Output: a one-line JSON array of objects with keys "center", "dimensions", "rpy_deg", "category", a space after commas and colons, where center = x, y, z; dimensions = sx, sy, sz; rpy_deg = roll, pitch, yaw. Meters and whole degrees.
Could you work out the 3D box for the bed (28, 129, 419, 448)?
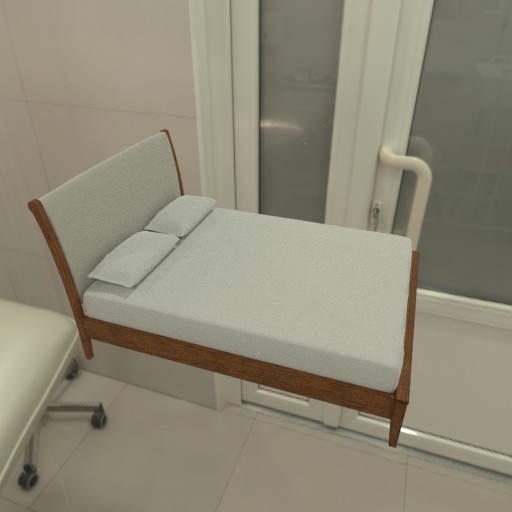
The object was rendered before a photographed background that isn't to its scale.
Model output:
[{"center": [0.000, 0.000, 2.961], "dimensions": [2.108, 1.135, 1.502], "rpy_deg": [10, 33, 16], "category": "bed"}]
